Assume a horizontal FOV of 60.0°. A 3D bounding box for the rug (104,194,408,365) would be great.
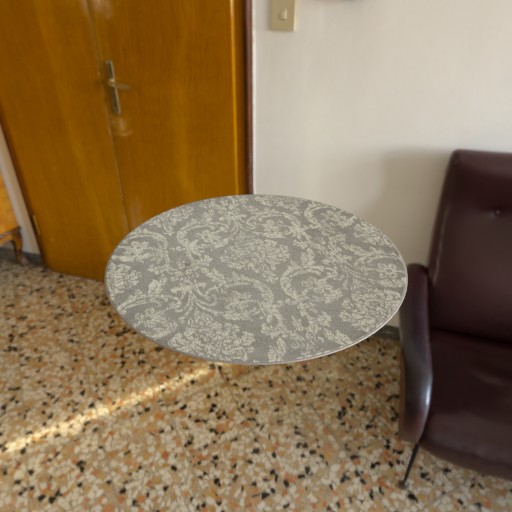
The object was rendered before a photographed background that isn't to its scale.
[{"bbox_3d":[0.000,0.000,2.423,1.593,0.012,1.593,0,33,0],"label":"rug"}]
